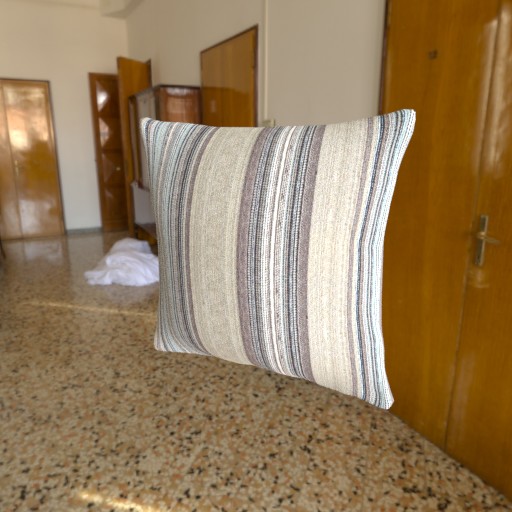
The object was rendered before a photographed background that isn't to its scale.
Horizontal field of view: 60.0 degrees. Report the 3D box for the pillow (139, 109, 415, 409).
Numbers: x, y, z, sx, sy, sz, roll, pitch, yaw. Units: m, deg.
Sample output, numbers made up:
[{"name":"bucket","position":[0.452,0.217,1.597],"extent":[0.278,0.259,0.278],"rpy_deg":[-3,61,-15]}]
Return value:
[{"name":"pillow","position":[0.000,0.000,0.678],"extent":[0.435,0.416,0.189],"rpy_deg":[7,16,26]}]
